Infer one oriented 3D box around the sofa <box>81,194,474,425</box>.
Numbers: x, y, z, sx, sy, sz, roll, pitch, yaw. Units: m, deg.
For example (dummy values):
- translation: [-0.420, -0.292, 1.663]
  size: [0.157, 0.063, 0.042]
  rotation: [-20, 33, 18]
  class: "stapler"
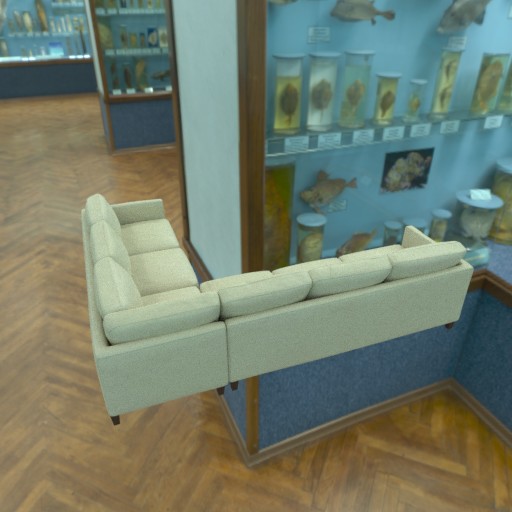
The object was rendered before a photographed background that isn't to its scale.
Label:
- translation: [0.000, 0.000, 4.608]
  size: [3.302, 0.947, 2.593]
  rotation: [-11, 32, -18]
  class: "sofa"
